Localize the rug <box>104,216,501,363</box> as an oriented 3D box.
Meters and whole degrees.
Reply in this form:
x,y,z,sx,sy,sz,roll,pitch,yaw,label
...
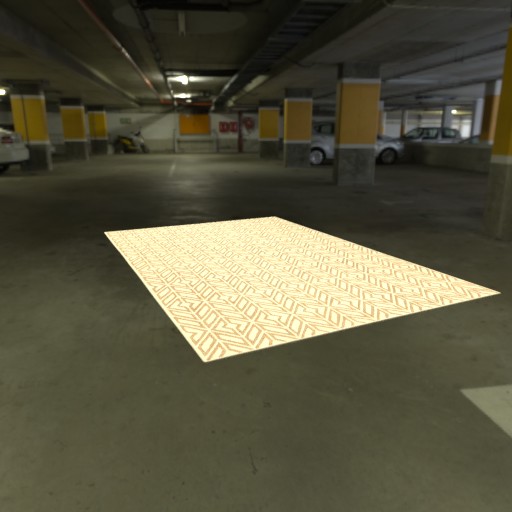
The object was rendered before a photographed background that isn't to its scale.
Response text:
x,y,z,sx,sy,sz,roll,pitch,yaw,label
0.000,0.000,2.251,1.220,0.007,1.828,-8,17,-25,rug
